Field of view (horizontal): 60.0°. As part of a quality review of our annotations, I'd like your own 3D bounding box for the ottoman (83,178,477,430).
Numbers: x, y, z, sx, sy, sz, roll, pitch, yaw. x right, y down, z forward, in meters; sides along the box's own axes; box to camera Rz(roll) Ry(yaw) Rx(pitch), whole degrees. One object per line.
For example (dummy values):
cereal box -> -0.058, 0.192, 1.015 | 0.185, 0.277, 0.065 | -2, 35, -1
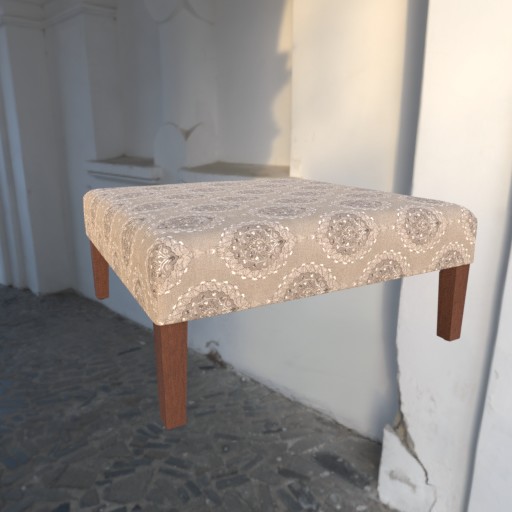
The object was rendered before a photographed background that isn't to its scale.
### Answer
ottoman -> 0.000, 0.000, 1.395 | 0.890, 0.411, 0.889 | -8, 17, -27
